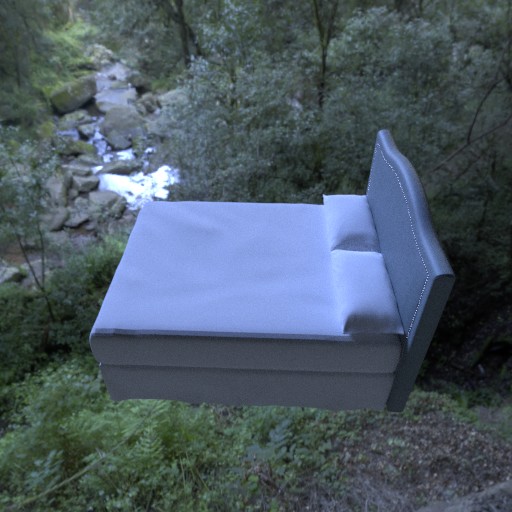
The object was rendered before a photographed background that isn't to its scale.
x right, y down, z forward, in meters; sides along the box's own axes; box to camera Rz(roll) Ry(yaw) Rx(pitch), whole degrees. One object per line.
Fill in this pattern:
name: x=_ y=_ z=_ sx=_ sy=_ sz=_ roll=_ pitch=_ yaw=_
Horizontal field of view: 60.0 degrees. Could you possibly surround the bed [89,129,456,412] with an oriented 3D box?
bed: x=0.000 y=0.000 z=3.356 sx=2.143 sy=1.460 sz=1.753 roll=1 pitch=40 yaw=2
